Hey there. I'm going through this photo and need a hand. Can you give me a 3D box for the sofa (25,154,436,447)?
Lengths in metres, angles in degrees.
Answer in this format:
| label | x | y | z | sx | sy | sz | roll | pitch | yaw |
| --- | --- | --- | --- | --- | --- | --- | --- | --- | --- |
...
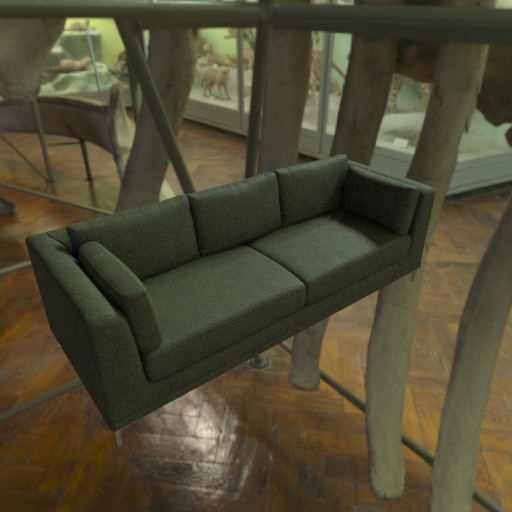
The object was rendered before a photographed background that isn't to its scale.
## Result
| label | x | y | z | sx | sy | sz | roll | pitch | yaw |
| --- | --- | --- | --- | --- | --- | --- | --- | --- | --- |
| sofa | 0.000 | 0.000 | 2.854 | 2.415 | 0.867 | 0.969 | -21 | 36 | -32 |
